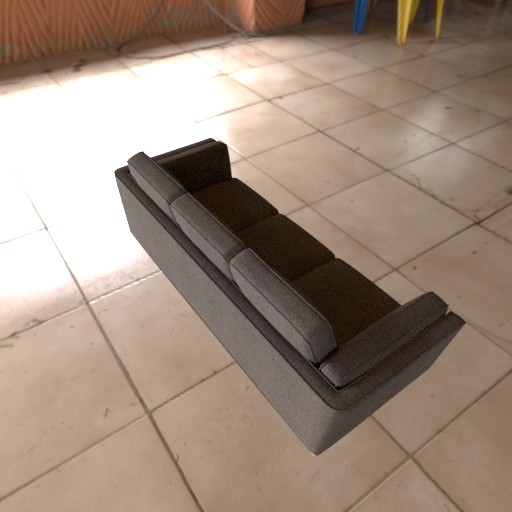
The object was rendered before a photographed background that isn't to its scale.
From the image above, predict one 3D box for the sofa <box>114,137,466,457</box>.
[{"bbox_3d":[0.000,0.000,2.834,0.903,0.899,2.362,-26,48,-26],"label":"sofa"}]
